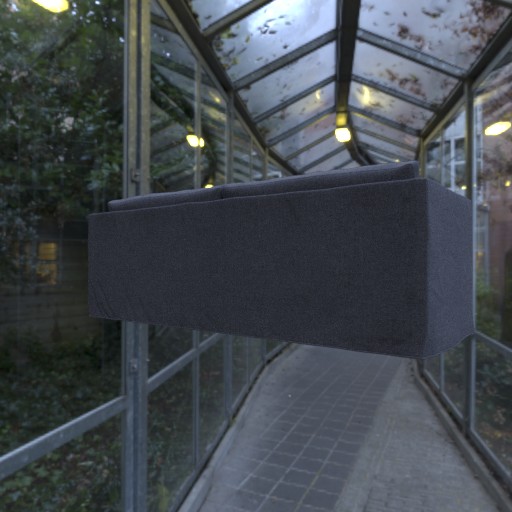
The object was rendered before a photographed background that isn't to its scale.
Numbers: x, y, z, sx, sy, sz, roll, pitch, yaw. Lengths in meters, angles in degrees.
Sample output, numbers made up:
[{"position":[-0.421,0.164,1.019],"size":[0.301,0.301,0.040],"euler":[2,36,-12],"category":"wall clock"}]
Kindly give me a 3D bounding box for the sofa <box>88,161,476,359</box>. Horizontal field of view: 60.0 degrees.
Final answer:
[{"position":[0.000,0.000,3.262],"size":[2.779,0.998,1.036],"euler":[-1,-1,37],"category":"sofa"}]
